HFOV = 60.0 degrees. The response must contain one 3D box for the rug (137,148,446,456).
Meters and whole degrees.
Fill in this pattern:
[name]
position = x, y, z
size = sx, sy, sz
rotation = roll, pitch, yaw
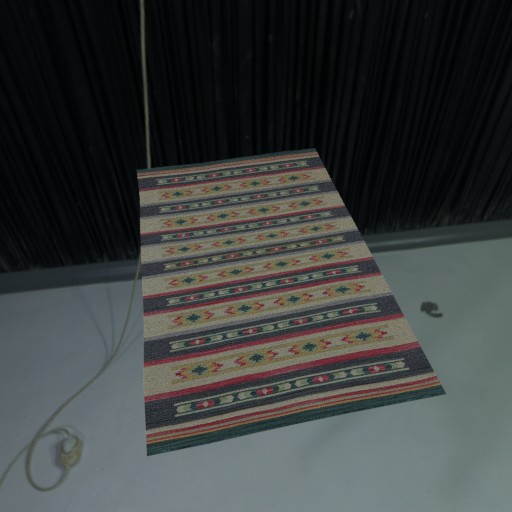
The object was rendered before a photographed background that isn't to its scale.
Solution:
[rug]
position = 0.000, 0.000, 2.949
size = 1.522, 0.010, 2.311
rotation = -9, 47, -8
